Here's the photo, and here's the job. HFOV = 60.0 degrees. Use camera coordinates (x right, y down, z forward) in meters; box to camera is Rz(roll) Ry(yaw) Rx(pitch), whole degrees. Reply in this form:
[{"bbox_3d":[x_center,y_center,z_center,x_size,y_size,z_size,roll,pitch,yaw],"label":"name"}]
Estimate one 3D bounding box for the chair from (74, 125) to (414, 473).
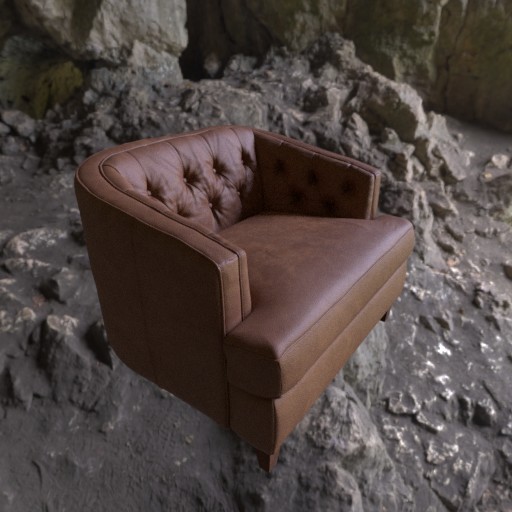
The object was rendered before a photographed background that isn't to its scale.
[{"bbox_3d":[0.000,0.000,1.711,0.911,0.836,1.119,17,30,31],"label":"chair"}]
